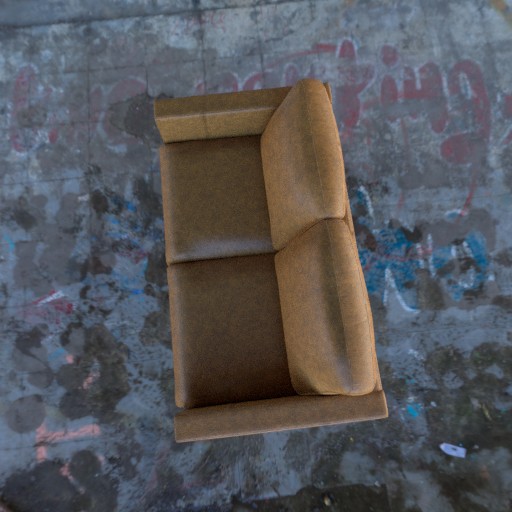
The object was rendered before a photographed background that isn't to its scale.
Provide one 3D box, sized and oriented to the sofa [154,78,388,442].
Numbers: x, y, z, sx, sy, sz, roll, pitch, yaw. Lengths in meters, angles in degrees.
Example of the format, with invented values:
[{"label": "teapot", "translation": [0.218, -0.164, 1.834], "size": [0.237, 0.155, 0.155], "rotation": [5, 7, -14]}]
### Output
[{"label": "sofa", "translation": [0.000, 0.000, 2.184], "size": [0.909, 0.951, 1.578], "rotation": [-6, 76, -2]}]
